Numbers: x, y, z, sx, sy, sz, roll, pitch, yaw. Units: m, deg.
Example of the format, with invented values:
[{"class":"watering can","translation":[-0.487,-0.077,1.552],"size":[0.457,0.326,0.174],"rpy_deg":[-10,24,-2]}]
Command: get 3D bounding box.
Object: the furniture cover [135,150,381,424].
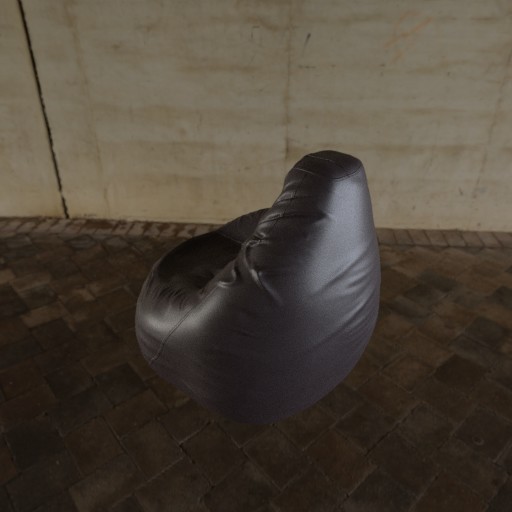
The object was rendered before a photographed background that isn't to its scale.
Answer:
[{"class":"furniture cover","translation":[0.000,0.000,1.918],"size":[1.070,0.990,1.070],"rpy_deg":[20,35,31]}]
